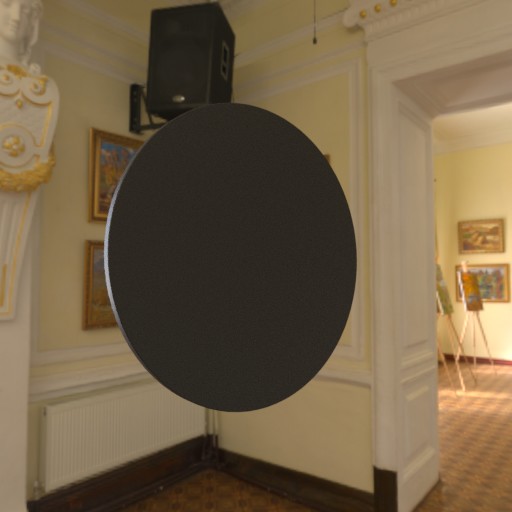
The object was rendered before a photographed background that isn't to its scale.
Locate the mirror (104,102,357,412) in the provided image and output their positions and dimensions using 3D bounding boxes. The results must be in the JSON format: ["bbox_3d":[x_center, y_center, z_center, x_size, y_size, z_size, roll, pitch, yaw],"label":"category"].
[{"bbox_3d":[0.000,0.000,1.587,1.077,1.077,0.036,2,-4,-38],"label":"mirror"}]
